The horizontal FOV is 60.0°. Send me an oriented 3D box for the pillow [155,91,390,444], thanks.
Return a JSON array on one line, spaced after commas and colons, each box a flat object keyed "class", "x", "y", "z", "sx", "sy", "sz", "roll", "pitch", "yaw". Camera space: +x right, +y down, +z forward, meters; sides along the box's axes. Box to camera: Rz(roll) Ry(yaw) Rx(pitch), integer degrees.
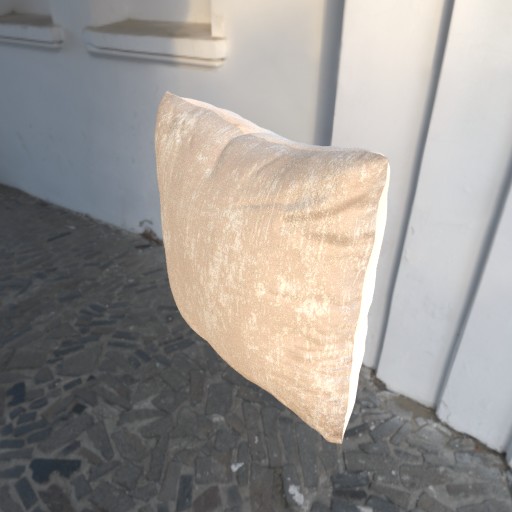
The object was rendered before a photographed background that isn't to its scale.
[{"class": "pillow", "x": 0.000, "y": 0.000, "z": 0.711, "sx": 0.245, "sy": 0.448, "sz": 0.450, "roll": -22, "pitch": 38, "yaw": -31}]
